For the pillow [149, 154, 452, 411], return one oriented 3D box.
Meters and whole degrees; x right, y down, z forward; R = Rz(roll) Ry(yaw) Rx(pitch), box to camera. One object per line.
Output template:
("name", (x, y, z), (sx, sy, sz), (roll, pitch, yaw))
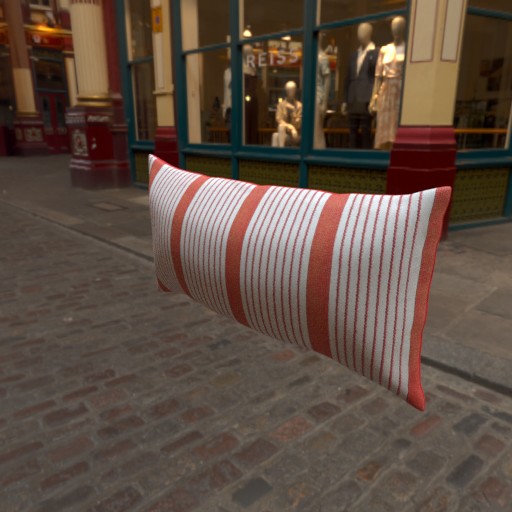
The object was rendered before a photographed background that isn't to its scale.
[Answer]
("pillow", (0.000, 0.000, 0.734), (0.608, 0.297, 0.151), (16, 23, 42))
